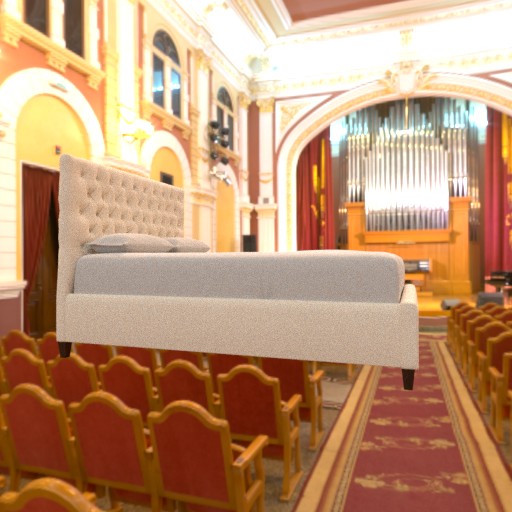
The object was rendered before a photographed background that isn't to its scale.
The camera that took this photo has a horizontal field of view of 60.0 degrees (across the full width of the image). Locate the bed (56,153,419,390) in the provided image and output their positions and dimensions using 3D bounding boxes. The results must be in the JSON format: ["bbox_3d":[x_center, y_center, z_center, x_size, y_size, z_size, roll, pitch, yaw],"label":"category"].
[{"bbox_3d":[0.000,0.000,3.488,2.387,1.427,1.698,0,0,19],"label":"bed"}]
